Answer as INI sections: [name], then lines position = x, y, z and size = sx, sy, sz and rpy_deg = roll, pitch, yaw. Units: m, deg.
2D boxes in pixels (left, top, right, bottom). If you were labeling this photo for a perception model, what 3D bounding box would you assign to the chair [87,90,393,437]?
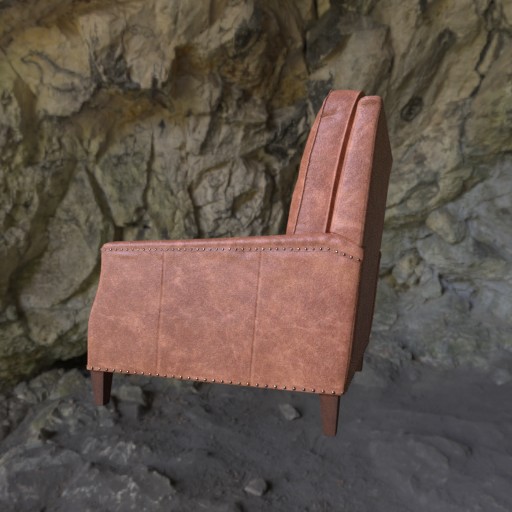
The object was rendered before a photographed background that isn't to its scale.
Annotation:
[chair]
position = 0.000, 0.000, 1.793
size = 1.035, 1.054, 0.854
rpy_deg = 0, 0, 19
